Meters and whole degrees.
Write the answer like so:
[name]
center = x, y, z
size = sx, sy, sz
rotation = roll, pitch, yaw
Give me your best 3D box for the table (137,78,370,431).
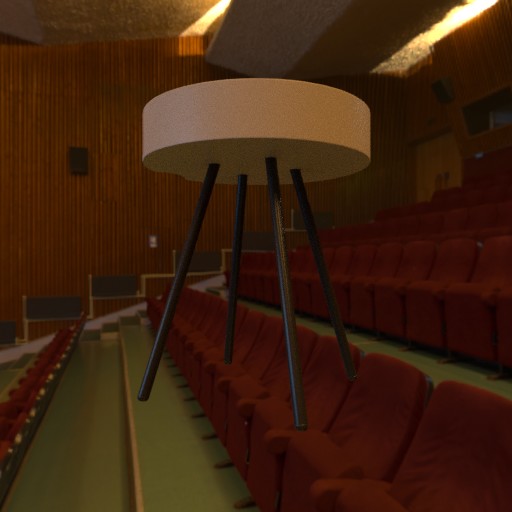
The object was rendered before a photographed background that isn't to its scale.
[table]
center = 0.000, 0.000, 0.869
size = 0.450, 0.525, 0.450
rotation = 0, 0, 0
